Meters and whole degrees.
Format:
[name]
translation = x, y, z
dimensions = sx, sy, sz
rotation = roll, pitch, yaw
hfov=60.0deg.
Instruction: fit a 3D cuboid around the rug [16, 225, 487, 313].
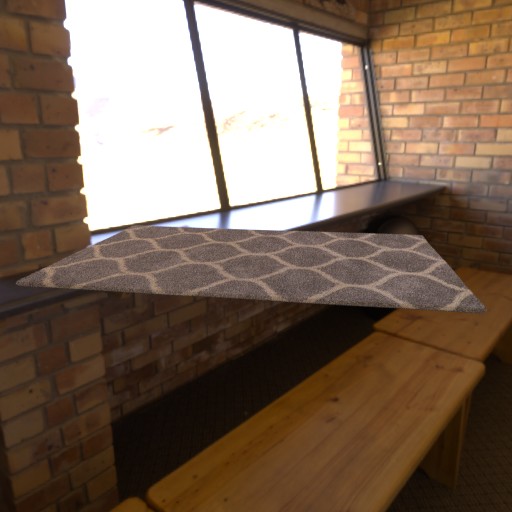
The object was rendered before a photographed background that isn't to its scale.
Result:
[rug]
translation = 0.000, 0.000, 2.873
dimensions = 2.348, 0.025, 1.501
rotation = 3, 16, 9
